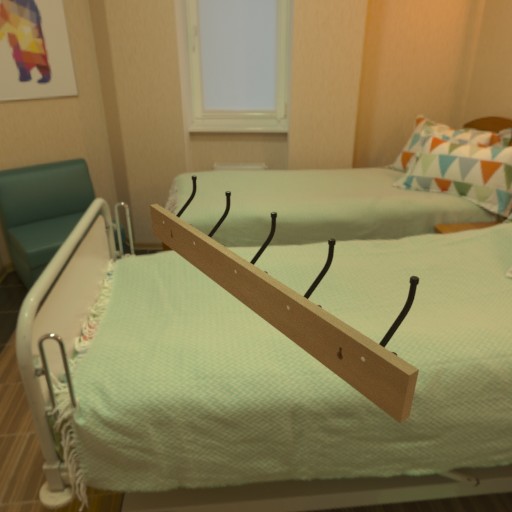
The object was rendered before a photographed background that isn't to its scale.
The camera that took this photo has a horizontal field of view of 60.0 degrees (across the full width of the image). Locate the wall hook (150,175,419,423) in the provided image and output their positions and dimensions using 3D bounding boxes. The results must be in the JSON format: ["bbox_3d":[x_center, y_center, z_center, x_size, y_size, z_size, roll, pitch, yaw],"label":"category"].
[{"bbox_3d":[0.000,0.000,0.629,0.071,0.117,0.571,-18,31,-32],"label":"wall hook"}]
